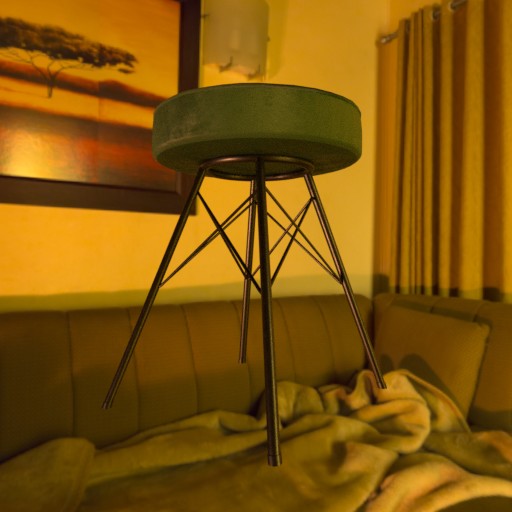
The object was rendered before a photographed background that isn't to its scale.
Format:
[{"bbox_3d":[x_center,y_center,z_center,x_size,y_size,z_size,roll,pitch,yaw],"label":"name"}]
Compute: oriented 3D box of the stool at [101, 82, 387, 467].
[{"bbox_3d":[0.000,0.000,0.927,0.430,0.595,0.457,0,1,36],"label":"stool"}]
